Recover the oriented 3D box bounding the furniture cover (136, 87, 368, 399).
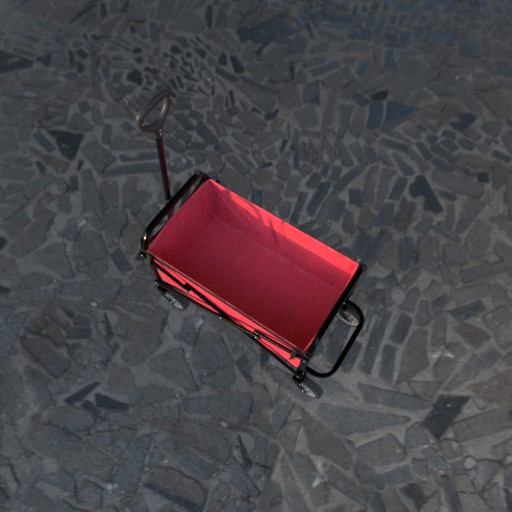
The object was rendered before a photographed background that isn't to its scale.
[{"bbox_3d":[0.000,0.000,1.811,1.038,1.295,0.532,31,68,14],"label":"furniture cover"}]
